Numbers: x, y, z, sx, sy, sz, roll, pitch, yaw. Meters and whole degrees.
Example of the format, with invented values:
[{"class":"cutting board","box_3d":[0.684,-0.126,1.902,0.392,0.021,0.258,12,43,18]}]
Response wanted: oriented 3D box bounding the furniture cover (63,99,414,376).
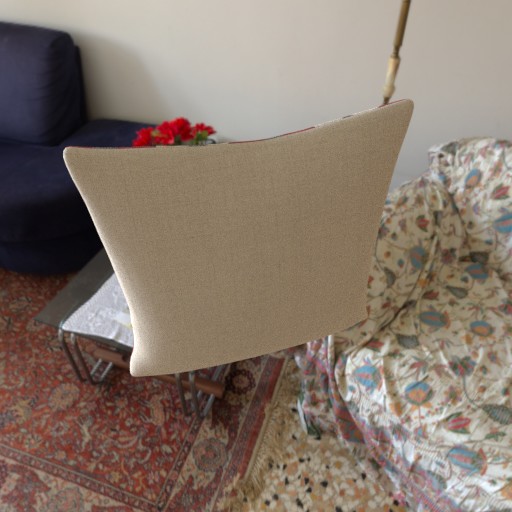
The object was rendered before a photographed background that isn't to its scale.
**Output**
[{"class":"furniture cover","box_3d":[0.000,0.000,0.651,0.435,0.420,0.145,-11,42,-13]}]
